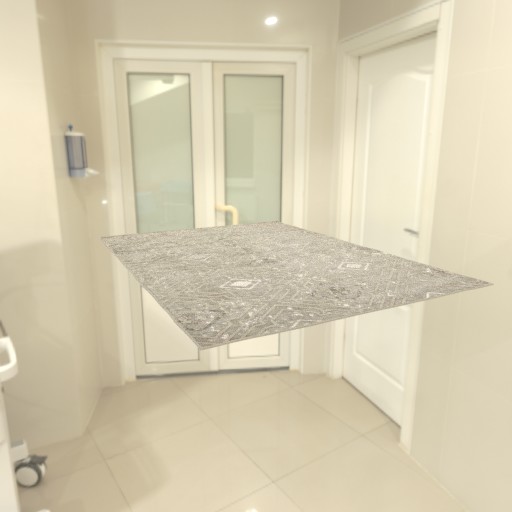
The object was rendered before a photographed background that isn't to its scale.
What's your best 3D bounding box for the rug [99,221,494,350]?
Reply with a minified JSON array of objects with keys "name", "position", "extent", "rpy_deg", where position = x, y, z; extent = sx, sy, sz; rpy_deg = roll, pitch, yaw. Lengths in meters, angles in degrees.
[{"name":"rug","position":[0.000,0.000,4.348],"extent":[2.448,0.020,3.359],"rpy_deg":[-7,16,-27]}]
